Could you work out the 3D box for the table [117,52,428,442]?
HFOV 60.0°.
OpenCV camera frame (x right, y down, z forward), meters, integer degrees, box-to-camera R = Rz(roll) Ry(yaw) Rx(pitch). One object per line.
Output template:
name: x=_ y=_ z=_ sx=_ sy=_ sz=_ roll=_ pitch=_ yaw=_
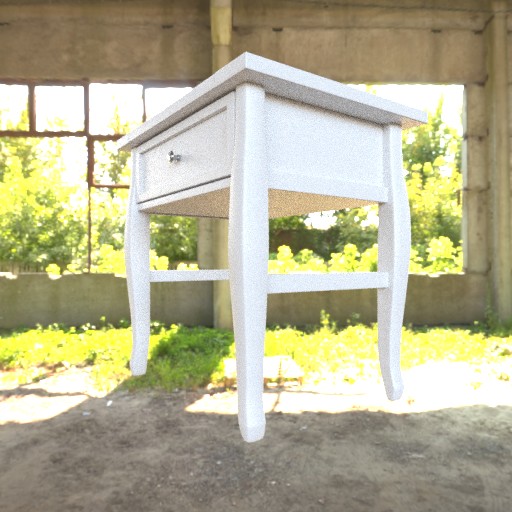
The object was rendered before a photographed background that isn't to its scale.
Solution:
table: x=0.000 y=0.000 z=1.034 sx=0.463 sy=0.605 sz=0.599 roll=1 pitch=-1 yaw=-35
